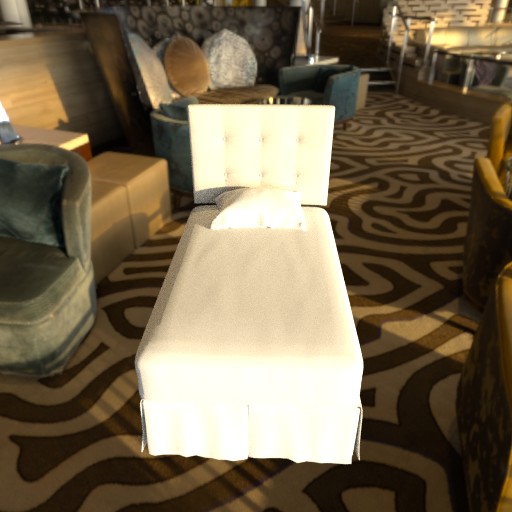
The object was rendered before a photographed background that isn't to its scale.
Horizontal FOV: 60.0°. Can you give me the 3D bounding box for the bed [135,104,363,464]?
[{"bbox_3d":[0.000,0.000,2.983,1.261,1.571,1.997,1,31,2],"label":"bed"}]
